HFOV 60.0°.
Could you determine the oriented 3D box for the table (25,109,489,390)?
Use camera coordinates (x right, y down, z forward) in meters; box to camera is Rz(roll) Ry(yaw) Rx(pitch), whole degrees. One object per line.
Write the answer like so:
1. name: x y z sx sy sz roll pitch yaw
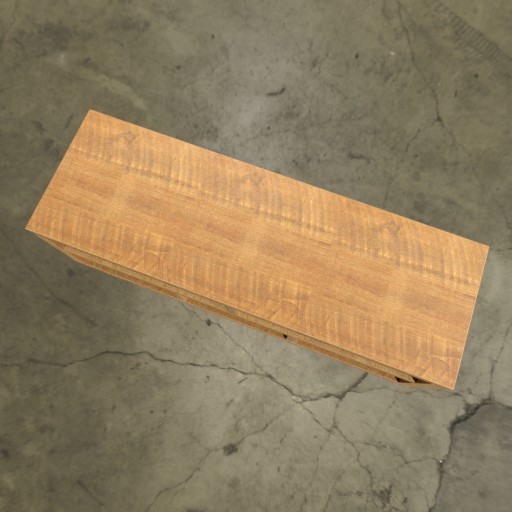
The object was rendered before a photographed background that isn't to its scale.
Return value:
1. table: 0.000 0.000 1.743 1.499 0.491 0.499 20 76 5
